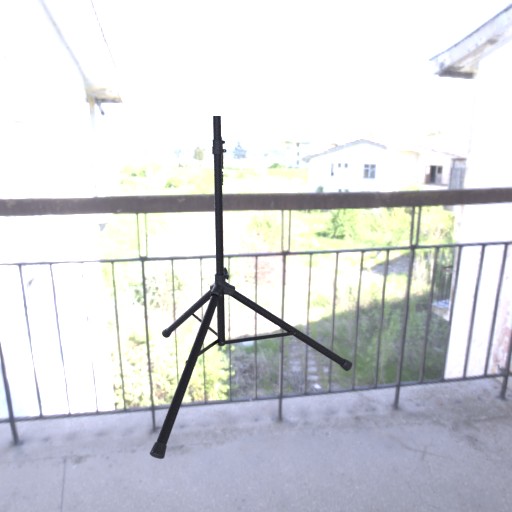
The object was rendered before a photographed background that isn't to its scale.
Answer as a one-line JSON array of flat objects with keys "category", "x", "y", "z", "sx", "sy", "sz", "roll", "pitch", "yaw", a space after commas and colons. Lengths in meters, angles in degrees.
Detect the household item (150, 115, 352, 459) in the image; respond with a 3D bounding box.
[{"category": "household item", "x": 0.000, "y": 0.000, "z": 1.884, "sx": 0.907, "sy": 1.136, "sz": 1.045, "roll": -2, "pitch": 14, "yaw": -8}]
